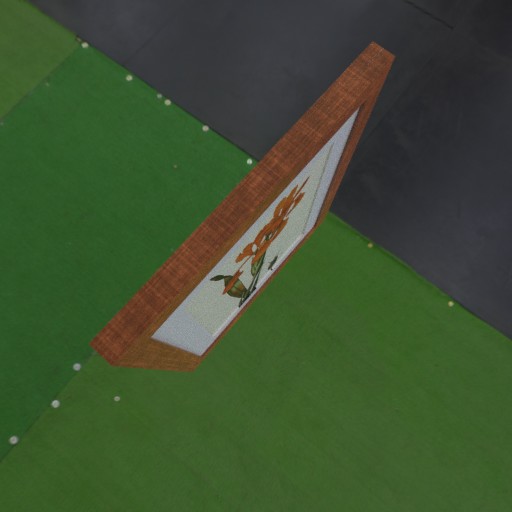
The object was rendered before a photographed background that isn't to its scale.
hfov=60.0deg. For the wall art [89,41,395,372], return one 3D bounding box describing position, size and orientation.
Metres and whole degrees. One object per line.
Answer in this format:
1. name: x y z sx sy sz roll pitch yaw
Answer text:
1. wall art: 0.000 0.000 0.752 0.033 0.567 0.467 40 78 10
